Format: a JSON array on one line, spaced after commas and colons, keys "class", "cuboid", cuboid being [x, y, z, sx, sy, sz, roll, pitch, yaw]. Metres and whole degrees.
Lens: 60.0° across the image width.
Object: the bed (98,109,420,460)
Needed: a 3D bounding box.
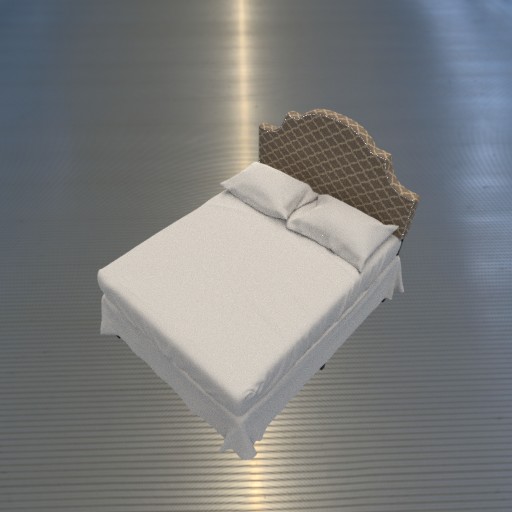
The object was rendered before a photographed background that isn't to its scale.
[{"class": "bed", "cuboid": [0.000, 0.000, 3.492, 1.780, 1.633, 2.222, 34, 55, 28]}]
